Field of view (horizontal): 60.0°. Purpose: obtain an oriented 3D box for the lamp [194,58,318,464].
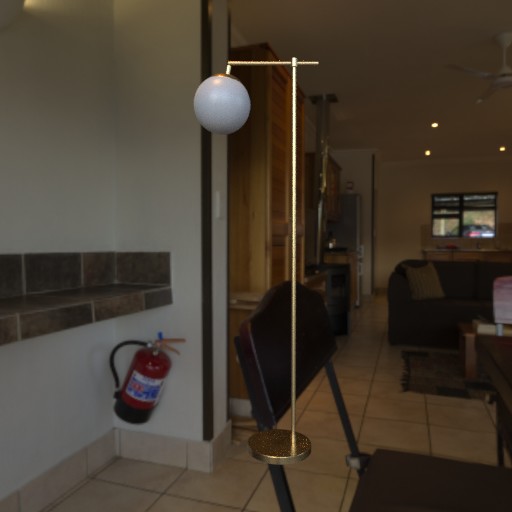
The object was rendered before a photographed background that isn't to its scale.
[{"bbox_3d":[0.000,0.000,1.712,0.476,1.505,0.249,0,1,0],"label":"lamp"}]
